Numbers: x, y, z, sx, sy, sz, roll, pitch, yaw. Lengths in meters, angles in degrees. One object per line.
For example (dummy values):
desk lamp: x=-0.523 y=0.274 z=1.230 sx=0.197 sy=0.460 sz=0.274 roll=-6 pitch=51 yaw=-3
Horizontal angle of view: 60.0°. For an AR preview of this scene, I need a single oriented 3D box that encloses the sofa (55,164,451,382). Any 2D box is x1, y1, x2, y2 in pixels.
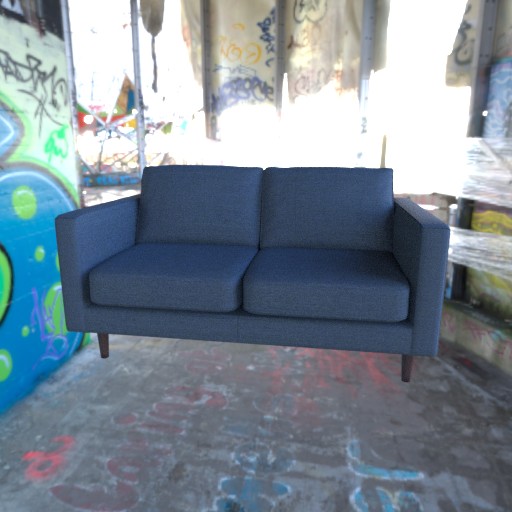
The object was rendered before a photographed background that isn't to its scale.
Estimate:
sofa: x=0.000 y=0.000 z=2.312 sx=1.659 sy=0.907 sz=0.999 roll=2 pitch=14 yaw=9
